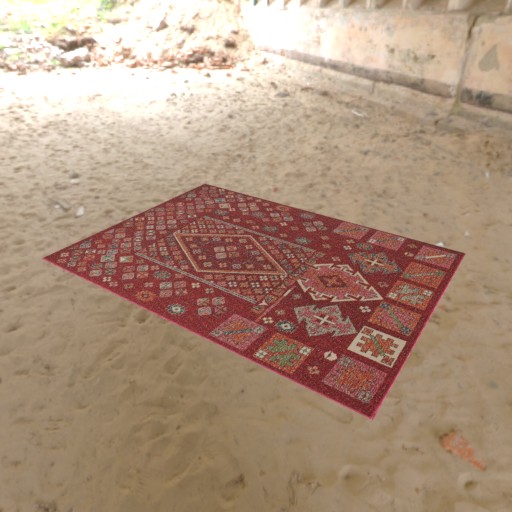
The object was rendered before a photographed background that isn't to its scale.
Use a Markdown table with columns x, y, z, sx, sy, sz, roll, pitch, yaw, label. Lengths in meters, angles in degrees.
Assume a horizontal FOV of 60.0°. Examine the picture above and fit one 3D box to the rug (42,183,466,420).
| x | y | z | sx | sy | sz | roll | pitch | yaw | label |
| --- | --- | --- | --- | --- | --- | --- | --- | --- | --- |
| 0.000 | 0.000 | 4.264 | 3.306 | 0.011 | 2.389 | 19 | 35 | 29 | rug |
